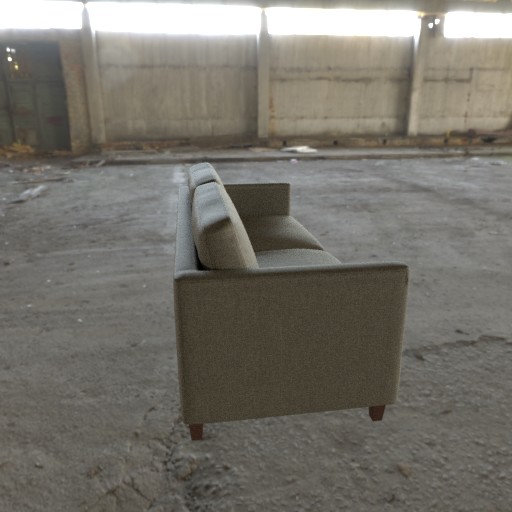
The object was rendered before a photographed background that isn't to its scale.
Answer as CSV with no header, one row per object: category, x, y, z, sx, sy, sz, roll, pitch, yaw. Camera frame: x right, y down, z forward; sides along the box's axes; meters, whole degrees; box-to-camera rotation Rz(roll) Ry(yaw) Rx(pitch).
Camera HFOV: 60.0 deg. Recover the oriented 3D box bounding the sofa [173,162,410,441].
sofa,0.000,0.000,2.759,0.956,0.960,2.208,-3,18,-8
